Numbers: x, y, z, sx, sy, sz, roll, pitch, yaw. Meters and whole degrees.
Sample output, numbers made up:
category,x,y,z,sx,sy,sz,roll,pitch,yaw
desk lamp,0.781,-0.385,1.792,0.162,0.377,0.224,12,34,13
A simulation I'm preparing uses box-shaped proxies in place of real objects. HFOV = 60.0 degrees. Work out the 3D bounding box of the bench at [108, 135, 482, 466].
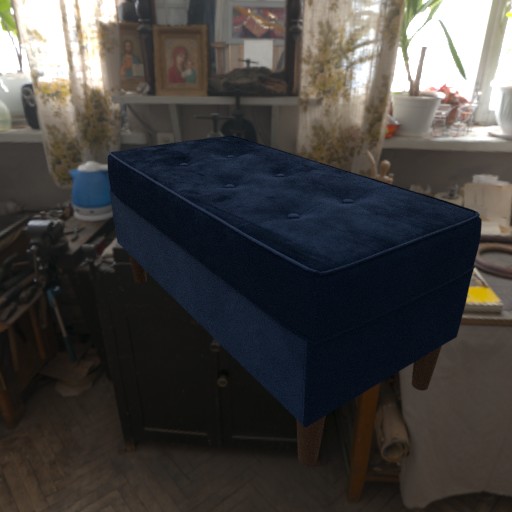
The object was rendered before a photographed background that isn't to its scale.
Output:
category,x,y,z,sx,sy,sz,roll,pitch,yaw
bench,0.000,0.000,1.258,0.489,0.467,1.010,-17,31,-31
